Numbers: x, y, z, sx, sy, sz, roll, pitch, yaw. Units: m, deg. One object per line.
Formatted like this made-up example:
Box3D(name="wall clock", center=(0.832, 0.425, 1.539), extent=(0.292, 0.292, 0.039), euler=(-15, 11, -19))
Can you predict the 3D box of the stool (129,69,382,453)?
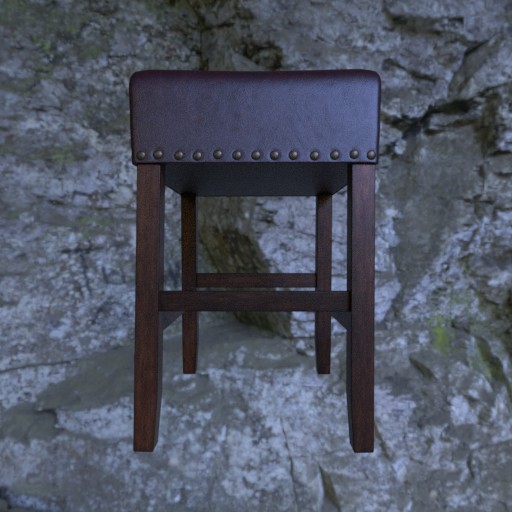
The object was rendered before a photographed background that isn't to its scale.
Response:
Box3D(name="stool", center=(0.000, 0.000, 0.918), extent=(0.397, 0.608, 0.465), euler=(0, 1, 0))
